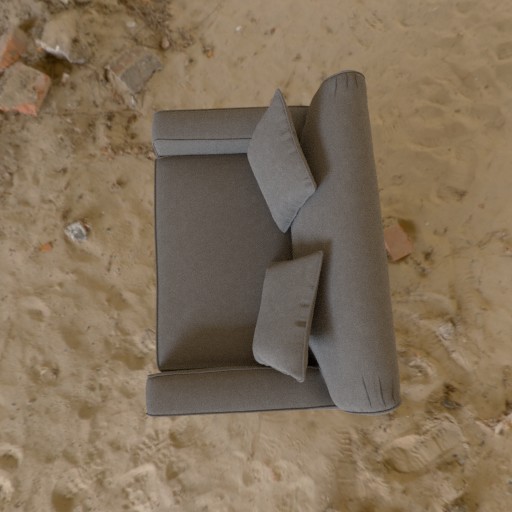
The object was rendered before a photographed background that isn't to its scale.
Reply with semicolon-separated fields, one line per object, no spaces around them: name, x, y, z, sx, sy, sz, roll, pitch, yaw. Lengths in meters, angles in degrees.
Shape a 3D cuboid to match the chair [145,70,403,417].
chair;0.000;0.000;2.083;0.992;0.953;1.395;-2;75;-1
